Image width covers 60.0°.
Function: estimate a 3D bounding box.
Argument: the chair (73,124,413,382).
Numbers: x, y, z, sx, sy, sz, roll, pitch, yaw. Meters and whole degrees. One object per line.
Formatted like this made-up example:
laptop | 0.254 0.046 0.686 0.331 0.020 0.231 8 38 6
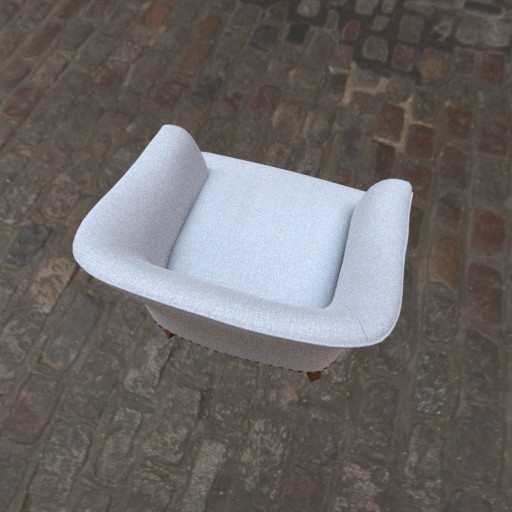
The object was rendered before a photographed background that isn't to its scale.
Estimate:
chair | 0.000 0.000 1.380 0.798 0.815 0.704 16 64 8
